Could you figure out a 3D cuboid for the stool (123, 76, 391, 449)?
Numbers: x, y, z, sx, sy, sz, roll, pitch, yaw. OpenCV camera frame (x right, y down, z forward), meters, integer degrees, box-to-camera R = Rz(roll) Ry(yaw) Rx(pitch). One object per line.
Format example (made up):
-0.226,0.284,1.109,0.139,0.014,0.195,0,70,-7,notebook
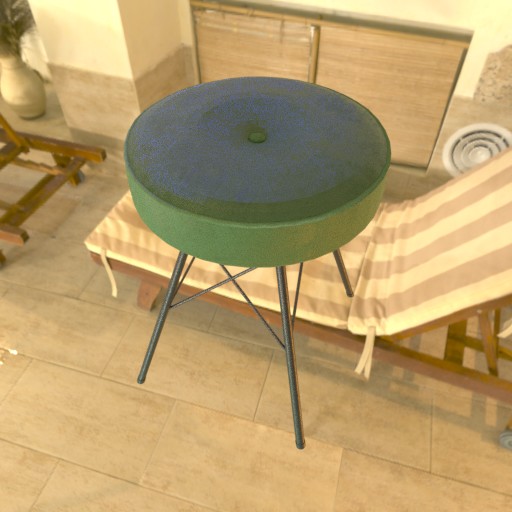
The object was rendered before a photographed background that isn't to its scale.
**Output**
0.000,0.000,0.918,0.430,0.595,0.457,17,49,15,stool
